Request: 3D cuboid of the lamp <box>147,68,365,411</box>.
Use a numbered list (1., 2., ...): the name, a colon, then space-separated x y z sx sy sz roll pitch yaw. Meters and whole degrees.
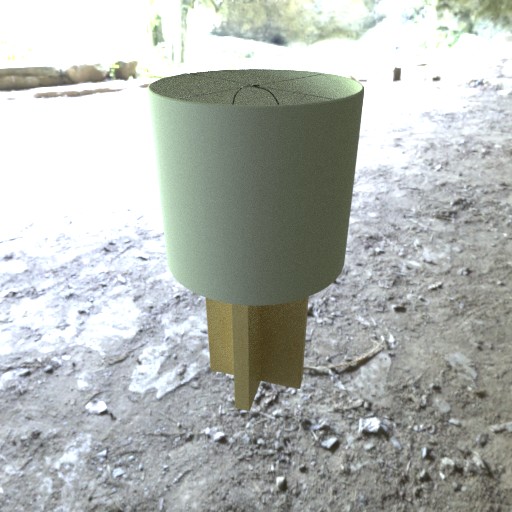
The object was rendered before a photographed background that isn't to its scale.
1. lamp: 0.000 0.000 0.582 0.229 0.428 0.229 8 31 14
